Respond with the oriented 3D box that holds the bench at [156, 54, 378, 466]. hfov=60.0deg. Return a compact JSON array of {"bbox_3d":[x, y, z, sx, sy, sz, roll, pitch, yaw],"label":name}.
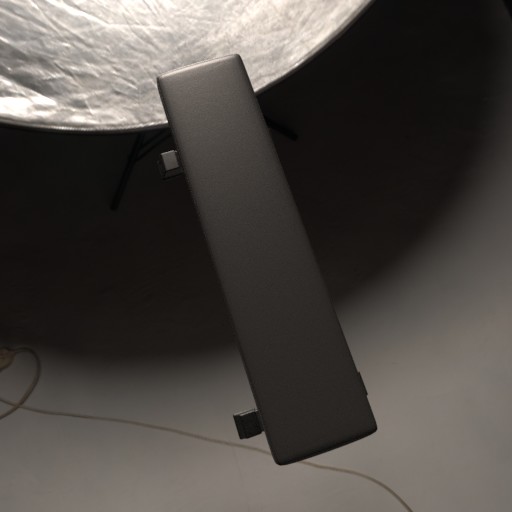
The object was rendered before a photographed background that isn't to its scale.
[{"bbox_3d":[0.000,0.000,1.327,0.439,0.453,1.072,-18,77,-4],"label":"bench"}]
